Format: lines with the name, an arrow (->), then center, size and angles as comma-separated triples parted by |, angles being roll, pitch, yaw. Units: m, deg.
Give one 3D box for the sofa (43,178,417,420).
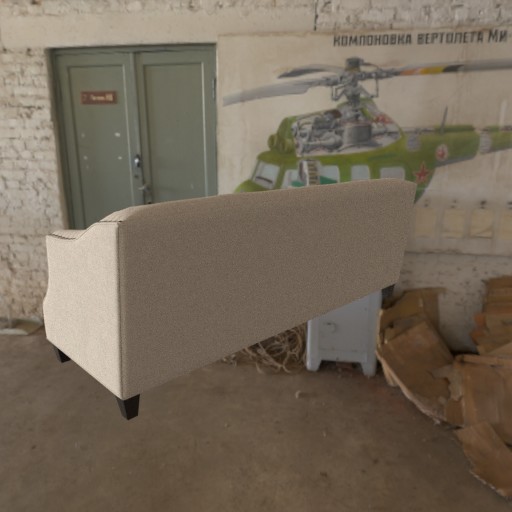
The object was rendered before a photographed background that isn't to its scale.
sofa -> 0.000, 0.000, 2.700 | 2.235, 0.901, 0.914 | -14, 20, -43
